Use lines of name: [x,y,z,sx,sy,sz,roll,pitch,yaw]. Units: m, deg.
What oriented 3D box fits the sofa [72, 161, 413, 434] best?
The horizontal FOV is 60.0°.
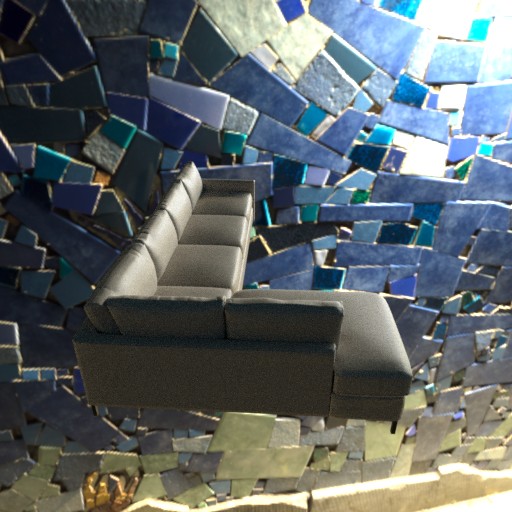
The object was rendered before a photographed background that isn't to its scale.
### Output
sofa: [0.000,0.000,3.142,1.617,0.703,2.423,2,29,3]
